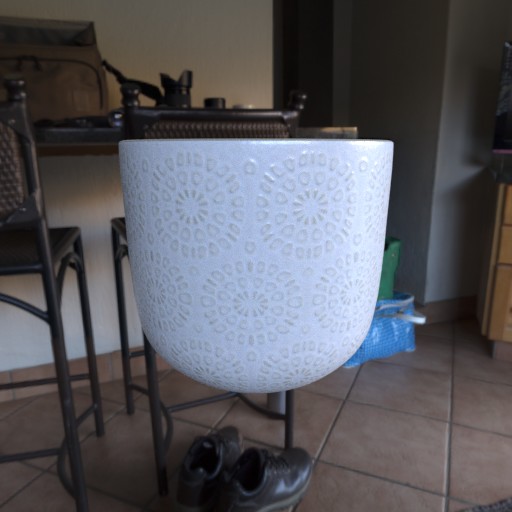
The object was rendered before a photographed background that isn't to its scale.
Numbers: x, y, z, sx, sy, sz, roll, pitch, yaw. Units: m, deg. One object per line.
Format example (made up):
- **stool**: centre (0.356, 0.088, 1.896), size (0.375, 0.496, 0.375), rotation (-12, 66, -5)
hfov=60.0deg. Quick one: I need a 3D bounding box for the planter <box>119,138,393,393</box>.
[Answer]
- **planter**: centre (0.000, 0.000, 0.303), size (0.170, 0.152, 0.170), rotation (0, 14, 0)
